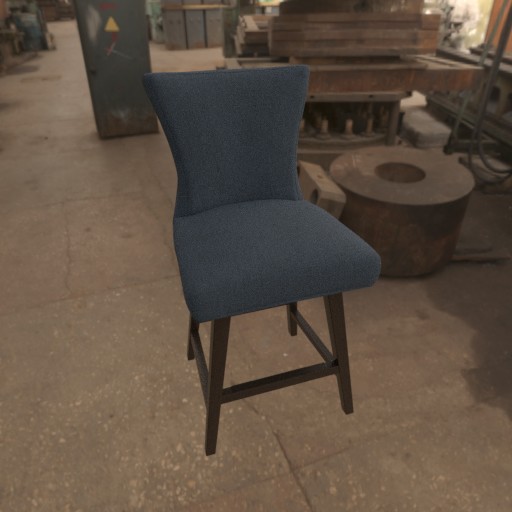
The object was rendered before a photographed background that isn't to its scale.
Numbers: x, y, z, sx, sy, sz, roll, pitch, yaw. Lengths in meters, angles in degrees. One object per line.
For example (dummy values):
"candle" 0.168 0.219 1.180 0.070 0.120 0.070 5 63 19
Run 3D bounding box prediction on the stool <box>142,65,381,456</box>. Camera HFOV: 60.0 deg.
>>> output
"stool" 0.000 0.000 1.350 0.514 1.000 0.574 -10 33 -16
